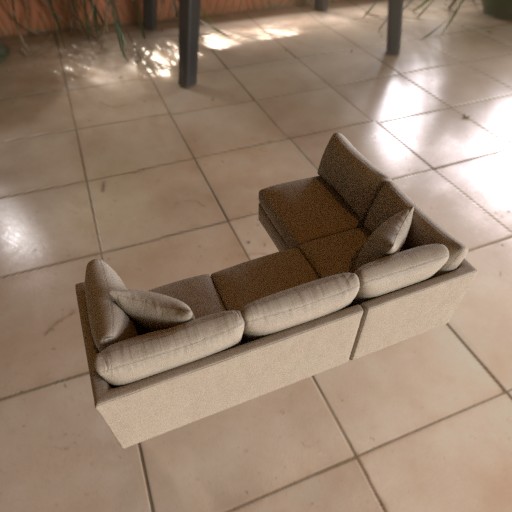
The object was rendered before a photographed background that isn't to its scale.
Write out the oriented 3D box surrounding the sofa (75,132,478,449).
[{"bbox_3d":[0.000,0.000,3.802,2.896,0.978,1.994,-16,47,-16],"label":"sofa"}]
